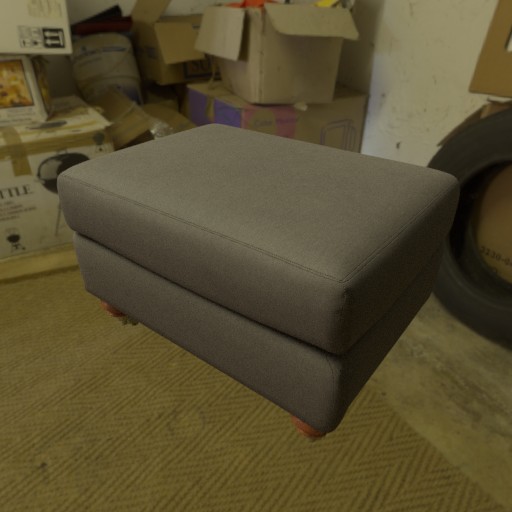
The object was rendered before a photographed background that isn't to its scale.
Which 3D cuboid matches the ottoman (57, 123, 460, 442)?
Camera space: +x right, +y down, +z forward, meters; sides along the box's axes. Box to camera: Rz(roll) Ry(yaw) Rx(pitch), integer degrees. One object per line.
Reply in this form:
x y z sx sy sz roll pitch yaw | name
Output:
0.000 0.000 1.101 0.773 0.497 0.574 22 37 32 | ottoman
